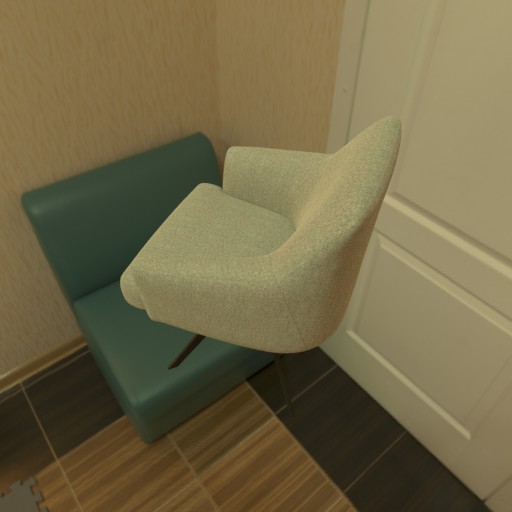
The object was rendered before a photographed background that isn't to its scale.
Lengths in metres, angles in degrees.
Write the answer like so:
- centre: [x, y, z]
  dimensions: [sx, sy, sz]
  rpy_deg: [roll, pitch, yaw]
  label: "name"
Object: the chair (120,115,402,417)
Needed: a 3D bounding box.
- centre: [0.000, 0.000, 1.383]
  dimensions: [0.677, 0.874, 0.642]
  rpy_deg: [16, 47, 16]
  label: "chair"
